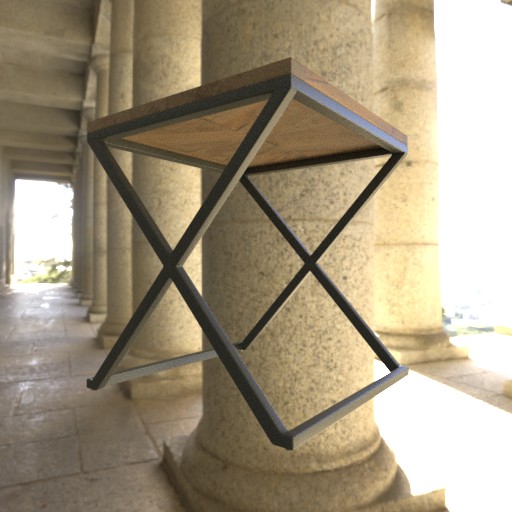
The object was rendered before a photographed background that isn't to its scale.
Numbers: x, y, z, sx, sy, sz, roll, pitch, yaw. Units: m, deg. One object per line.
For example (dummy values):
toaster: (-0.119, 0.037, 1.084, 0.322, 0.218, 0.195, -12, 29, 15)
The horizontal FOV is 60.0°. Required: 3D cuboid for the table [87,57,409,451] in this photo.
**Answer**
table: (0.000, 0.000, 0.958, 0.498, 0.550, 0.499, 0, 0, 37)
